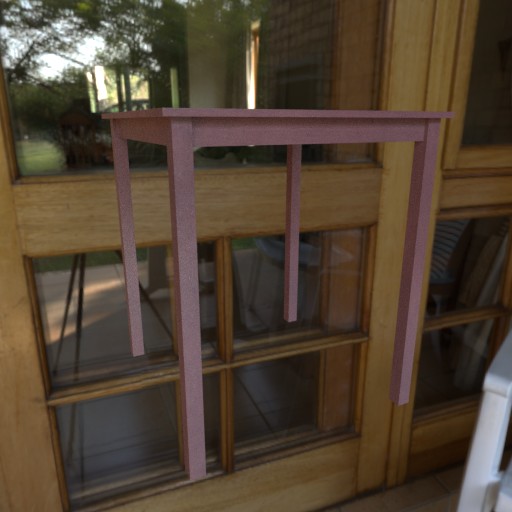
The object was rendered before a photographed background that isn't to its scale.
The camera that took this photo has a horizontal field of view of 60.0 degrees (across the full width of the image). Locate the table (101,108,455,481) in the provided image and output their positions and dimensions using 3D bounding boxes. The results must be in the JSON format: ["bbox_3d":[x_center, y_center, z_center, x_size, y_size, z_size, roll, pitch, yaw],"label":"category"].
[{"bbox_3d":[0.000,0.000,1.613,0.861,0.991,0.861,-8,19,-25],"label":"table"}]
